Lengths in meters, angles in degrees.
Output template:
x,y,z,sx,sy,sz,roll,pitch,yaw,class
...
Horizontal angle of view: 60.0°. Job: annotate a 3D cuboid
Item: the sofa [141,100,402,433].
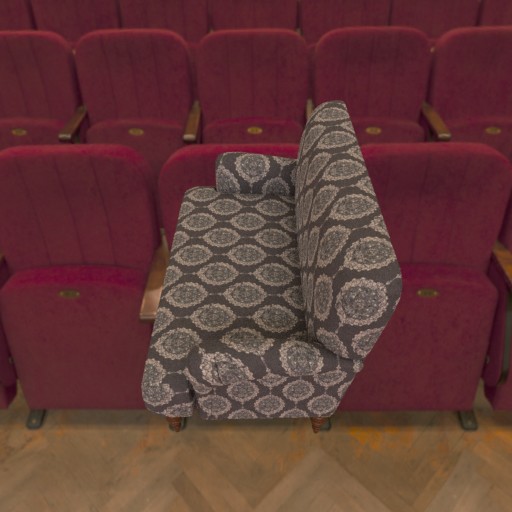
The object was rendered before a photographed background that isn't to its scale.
x,y,z,sx,sy,sz,roll,pitch,yaw,class
0.000,0.000,1.840,0.779,0.867,1.297,0,42,0,sofa
